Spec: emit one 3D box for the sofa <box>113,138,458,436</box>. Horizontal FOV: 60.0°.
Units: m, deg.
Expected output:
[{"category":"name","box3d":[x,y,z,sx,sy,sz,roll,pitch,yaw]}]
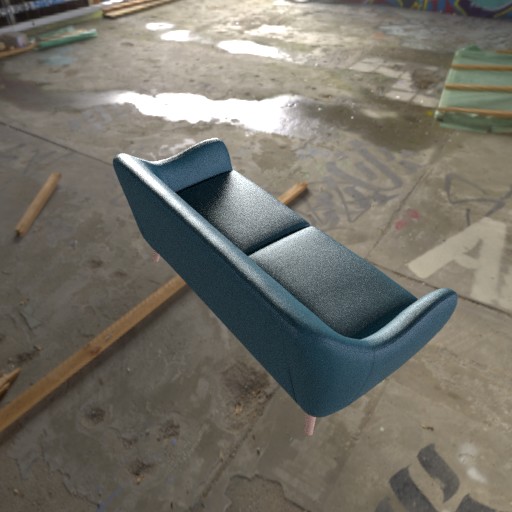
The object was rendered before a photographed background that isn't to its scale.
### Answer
[{"category":"sofa","box3d":[0.000,0.000,2.344,0.820,0.836,1.840,-26,47,-27]}]
